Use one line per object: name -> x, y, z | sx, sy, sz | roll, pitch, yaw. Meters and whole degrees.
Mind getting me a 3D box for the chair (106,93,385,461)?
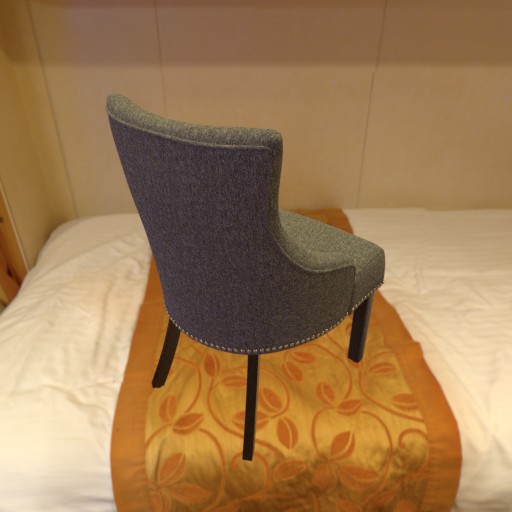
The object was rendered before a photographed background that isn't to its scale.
chair -> 0.000, 0.000, 1.280 | 0.566, 0.909, 0.629 | 24, 39, 34
